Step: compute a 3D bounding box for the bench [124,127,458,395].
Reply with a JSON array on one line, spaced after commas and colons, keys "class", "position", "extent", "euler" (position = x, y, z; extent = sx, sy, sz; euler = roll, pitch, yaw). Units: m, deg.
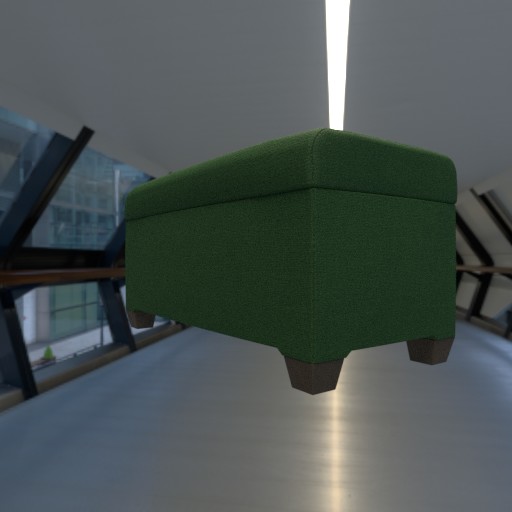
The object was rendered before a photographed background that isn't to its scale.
[{"class": "bench", "position": [0.000, 0.000, 1.301], "extent": [0.505, 0.501, 0.989], "euler": [0, 0, -36]}]
